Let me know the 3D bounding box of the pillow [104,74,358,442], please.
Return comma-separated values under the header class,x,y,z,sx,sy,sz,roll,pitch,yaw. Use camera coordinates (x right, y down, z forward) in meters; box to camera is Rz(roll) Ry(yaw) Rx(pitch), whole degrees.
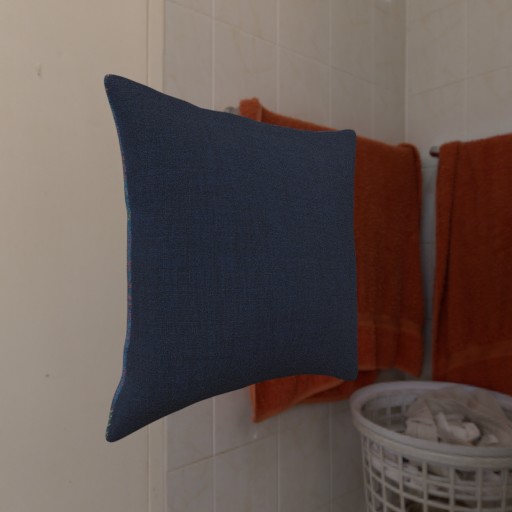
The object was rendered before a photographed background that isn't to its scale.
class,x,y,z,sx,sy,sz,roll,pitch,yaw
pillow,0.000,0.000,0.633,0.431,0.431,0.141,0,1,-38
